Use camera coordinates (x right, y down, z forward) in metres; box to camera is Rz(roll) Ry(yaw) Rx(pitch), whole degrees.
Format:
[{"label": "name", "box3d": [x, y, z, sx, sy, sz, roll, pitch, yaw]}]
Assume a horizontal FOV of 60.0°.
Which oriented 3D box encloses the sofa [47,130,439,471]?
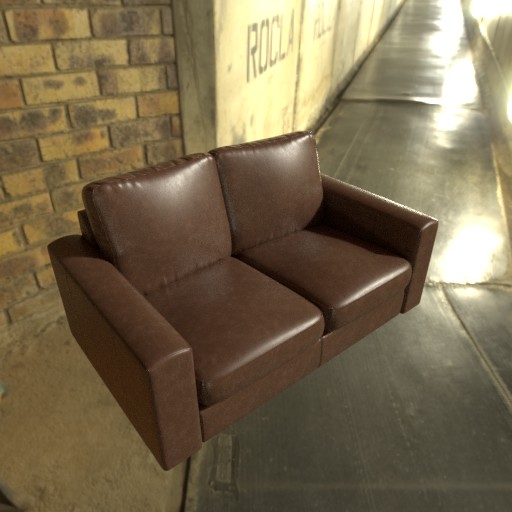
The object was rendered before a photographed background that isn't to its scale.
[{"label": "sofa", "box3d": [0.000, 0.000, 2.148, 1.616, 0.873, 1.016, -23, 38, -32]}]
